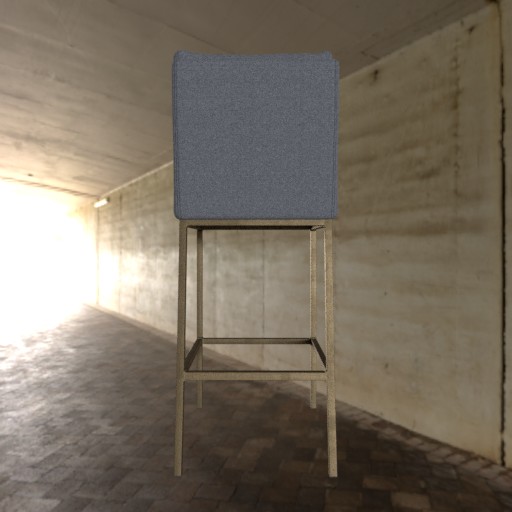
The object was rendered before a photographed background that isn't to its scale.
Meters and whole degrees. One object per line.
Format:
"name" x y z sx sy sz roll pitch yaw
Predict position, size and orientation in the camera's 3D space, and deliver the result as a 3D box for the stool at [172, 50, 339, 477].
"stool" 0.000 0.000 1.400 0.463 1.130 0.569 0 0 0
